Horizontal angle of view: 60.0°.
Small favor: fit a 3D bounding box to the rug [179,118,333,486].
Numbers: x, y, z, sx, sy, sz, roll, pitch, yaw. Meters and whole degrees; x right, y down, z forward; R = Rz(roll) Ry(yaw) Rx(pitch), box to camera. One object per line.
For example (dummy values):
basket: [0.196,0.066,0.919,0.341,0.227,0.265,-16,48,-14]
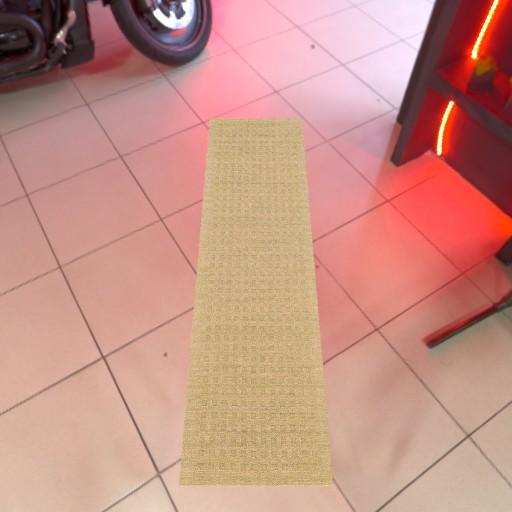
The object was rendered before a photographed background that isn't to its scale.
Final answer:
rug: [0.000,0.000,2.636,0.686,0.006,2.437,0,57,0]
